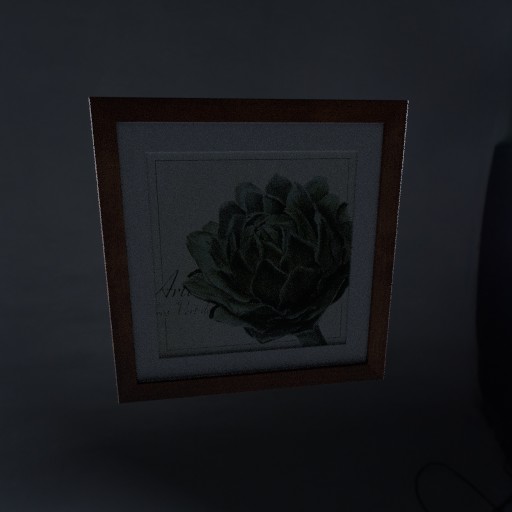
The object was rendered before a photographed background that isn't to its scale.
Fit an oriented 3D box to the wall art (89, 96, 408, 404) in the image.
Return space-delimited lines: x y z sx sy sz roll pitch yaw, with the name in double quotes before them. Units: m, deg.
"wall art" 0.000 0.000 0.856 0.554 0.572 0.037 -3 16 -9
